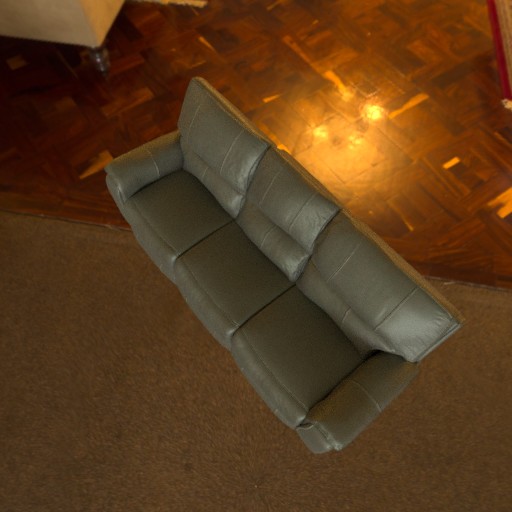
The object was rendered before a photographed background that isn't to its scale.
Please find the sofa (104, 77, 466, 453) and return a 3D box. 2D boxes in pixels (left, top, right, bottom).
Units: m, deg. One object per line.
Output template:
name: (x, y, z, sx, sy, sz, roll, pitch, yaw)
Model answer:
sofa: (0.000, 0.000, 3.195, 1.104, 1.134, 2.627, -36, 68, -17)
